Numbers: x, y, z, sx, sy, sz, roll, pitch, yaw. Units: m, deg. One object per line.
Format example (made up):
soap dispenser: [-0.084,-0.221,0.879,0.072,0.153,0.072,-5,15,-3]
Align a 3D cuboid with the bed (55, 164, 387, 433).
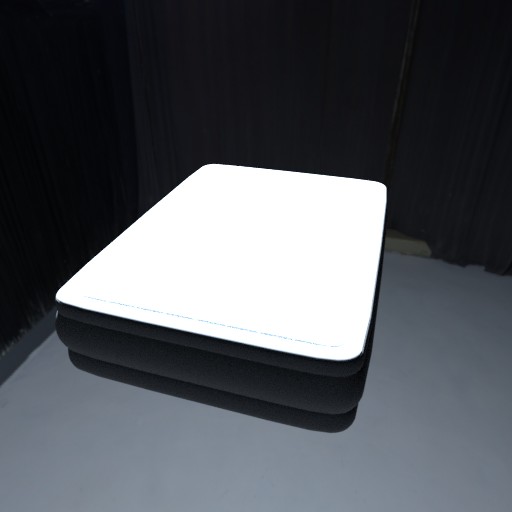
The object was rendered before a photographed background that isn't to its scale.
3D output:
bed: [0.000,0.000,2.754,1.520,0.460,2.036,9,33,14]
